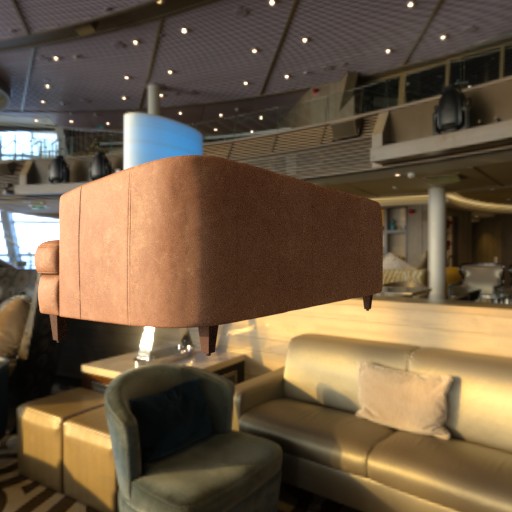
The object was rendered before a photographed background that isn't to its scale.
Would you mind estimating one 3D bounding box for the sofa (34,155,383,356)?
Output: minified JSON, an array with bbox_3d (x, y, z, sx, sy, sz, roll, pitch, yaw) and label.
[{"bbox_3d":[0.000,0.000,2.669,0.922,0.791,2.257,0,0,35],"label":"sofa"}]
